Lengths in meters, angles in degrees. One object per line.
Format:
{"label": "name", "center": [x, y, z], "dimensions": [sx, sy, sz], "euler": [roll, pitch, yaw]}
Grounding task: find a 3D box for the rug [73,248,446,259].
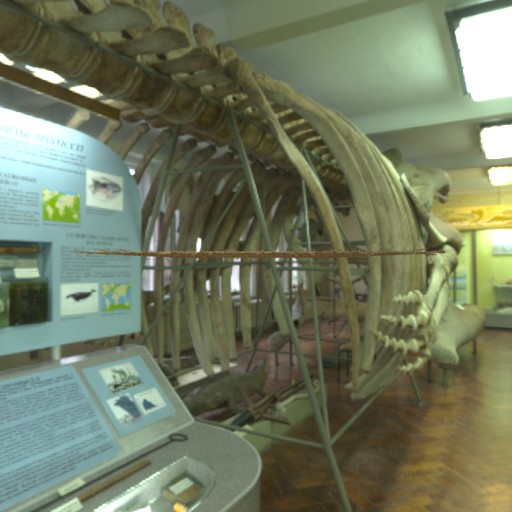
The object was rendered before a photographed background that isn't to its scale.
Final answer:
{"label": "rug", "center": [0.000, 0.000, 2.476], "dimensions": [1.224, 0.027, 2.085], "euler": [0, -1, -1]}
